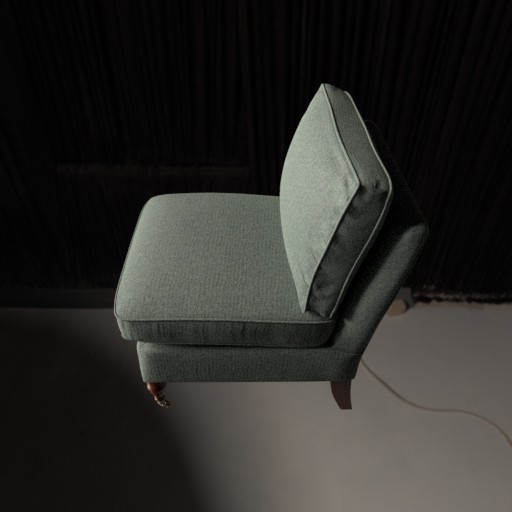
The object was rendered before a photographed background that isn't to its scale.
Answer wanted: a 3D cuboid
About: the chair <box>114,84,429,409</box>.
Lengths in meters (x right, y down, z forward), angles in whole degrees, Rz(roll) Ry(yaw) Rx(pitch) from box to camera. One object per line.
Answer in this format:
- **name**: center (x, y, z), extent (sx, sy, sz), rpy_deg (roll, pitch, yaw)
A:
- **chair**: center (0.000, 0.000, 1.433), extent (0.796, 0.901, 0.624), rpy_deg (-1, 41, -1)
